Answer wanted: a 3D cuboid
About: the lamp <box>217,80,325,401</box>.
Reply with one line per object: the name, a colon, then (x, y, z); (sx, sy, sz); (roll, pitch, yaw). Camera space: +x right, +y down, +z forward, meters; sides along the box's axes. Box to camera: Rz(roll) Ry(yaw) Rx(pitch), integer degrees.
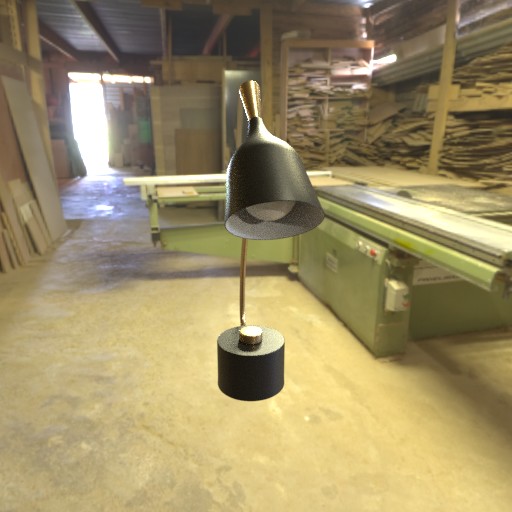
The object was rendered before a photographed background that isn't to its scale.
lamp: (0.000, 0.000, 0.615); (0.110, 0.464, 0.352); (-2, 16, -8)
